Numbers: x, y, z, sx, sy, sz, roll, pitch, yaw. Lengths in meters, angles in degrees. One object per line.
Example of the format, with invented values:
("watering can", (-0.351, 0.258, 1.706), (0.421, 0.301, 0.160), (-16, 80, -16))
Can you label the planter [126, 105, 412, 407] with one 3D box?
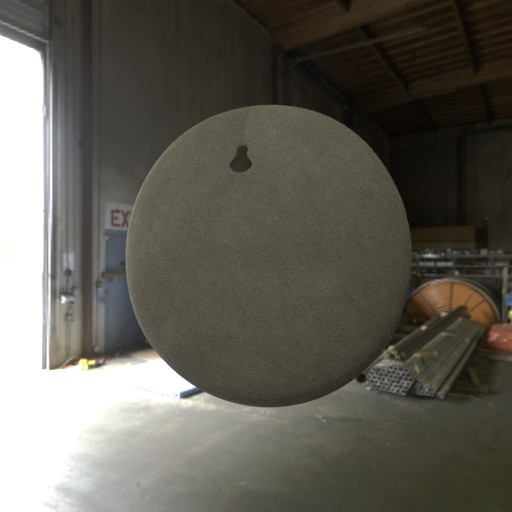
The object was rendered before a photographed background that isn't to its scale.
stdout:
("planter", (0.000, 0.000, 0.279), (0.185, 0.188, 0.071), (0, 0, 18))
